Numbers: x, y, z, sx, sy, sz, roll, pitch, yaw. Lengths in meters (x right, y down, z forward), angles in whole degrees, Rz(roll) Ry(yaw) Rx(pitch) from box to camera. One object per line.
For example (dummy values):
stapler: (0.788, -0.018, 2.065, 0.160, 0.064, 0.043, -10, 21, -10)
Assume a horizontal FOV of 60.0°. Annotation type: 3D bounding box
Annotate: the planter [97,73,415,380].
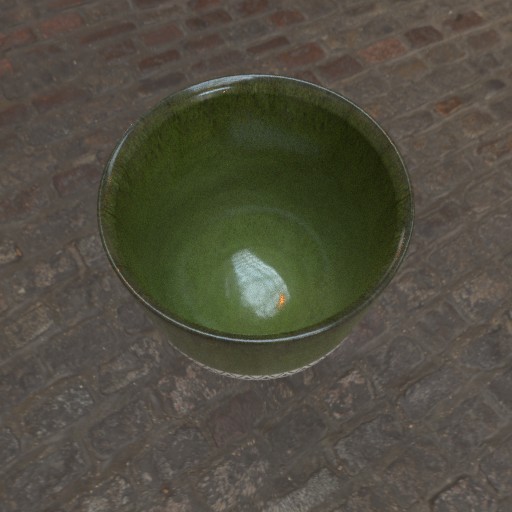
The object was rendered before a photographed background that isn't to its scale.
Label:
planter: (0.000, 0.000, 0.494, 0.266, 0.270, 0.266, 0, 65, 0)
